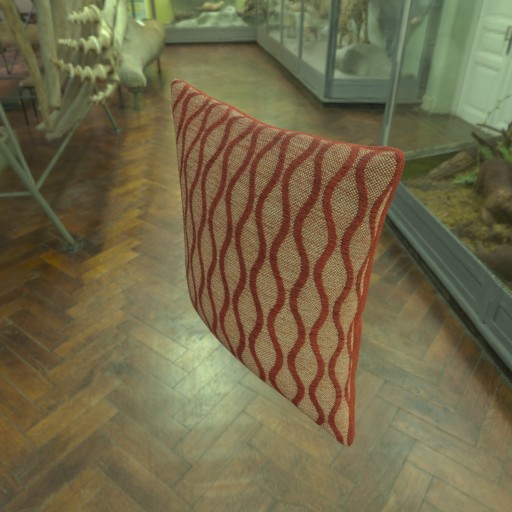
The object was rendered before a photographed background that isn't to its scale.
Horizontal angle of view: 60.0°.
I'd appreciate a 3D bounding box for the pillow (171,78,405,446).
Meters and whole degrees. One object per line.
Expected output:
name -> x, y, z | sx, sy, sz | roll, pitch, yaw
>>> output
pillow -> 0.000, 0.000, 0.653 | 0.159, 0.434, 0.429 | -24, 40, -31
